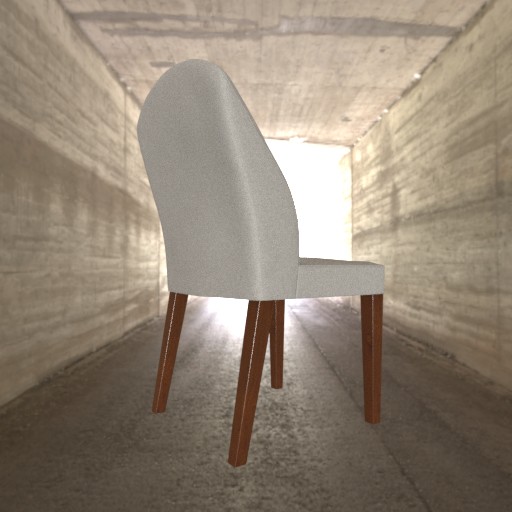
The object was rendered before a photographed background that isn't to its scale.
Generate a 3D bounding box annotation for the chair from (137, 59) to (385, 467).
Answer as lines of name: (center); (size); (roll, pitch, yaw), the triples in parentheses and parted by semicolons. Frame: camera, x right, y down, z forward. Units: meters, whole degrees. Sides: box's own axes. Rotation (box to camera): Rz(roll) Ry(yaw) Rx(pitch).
chair: (0.000, 0.000, 1.217); (0.540, 0.893, 0.472); (1, -2, -36)
